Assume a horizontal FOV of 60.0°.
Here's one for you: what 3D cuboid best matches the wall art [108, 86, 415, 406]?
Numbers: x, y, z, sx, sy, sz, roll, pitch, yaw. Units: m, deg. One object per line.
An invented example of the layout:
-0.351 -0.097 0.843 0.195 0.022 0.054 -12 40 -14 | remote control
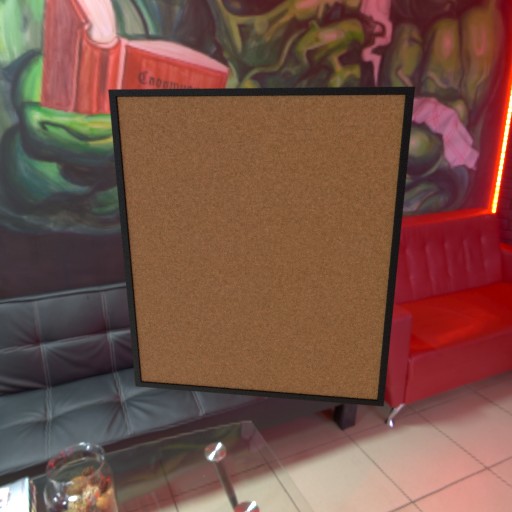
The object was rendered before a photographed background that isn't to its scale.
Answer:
0.000 0.000 0.538 0.330 0.381 0.019 2 17 7 | wall art
